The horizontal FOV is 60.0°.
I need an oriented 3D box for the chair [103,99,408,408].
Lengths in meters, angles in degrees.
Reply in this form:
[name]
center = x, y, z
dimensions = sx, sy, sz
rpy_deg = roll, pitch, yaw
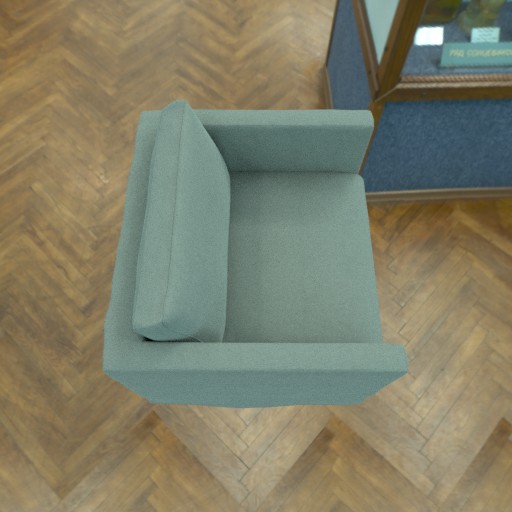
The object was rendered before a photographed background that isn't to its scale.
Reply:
[chair]
center = 0.000, 0.000, 1.769
dimensions = 0.949, 0.863, 1.057
rpy_deg = 0, 64, 0
